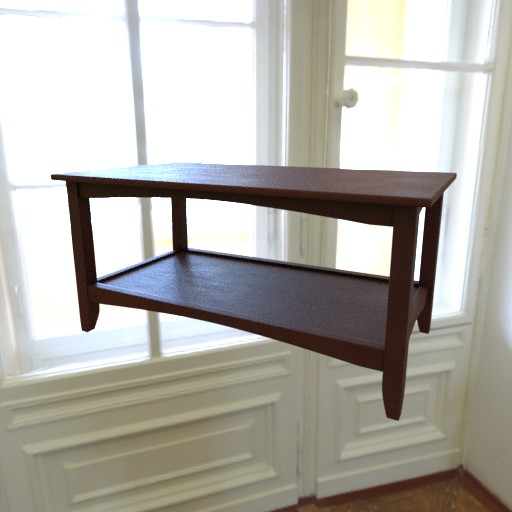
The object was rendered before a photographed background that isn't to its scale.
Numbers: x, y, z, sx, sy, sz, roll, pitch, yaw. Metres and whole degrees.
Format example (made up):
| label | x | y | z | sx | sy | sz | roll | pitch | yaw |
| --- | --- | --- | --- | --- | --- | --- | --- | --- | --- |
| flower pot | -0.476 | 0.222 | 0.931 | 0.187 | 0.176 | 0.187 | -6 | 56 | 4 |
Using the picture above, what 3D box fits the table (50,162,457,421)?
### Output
| label | x | y | z | sx | sy | sz | roll | pitch | yaw |
| --- | --- | --- | --- | --- | --- | --- | --- | --- | --- |
| table | 0.000 | 0.000 | 1.239 | 0.943 | 0.456 | 0.533 | 8 | 18 | 27 |
